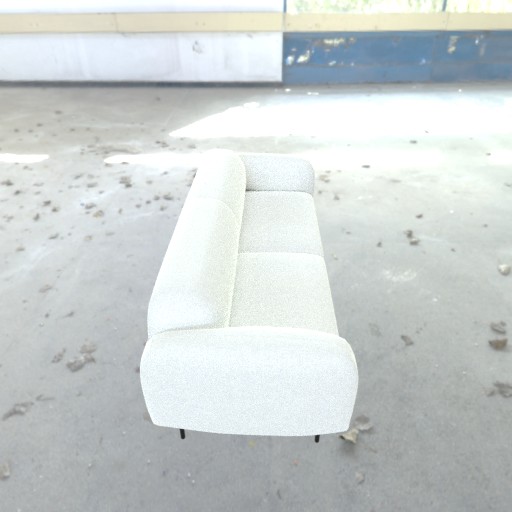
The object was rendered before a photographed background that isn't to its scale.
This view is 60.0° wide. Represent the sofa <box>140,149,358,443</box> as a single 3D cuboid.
[{"bbox_3d":[0.000,0.000,2.697,0.870,0.780,2.280,1,32,1],"label":"sofa"}]
